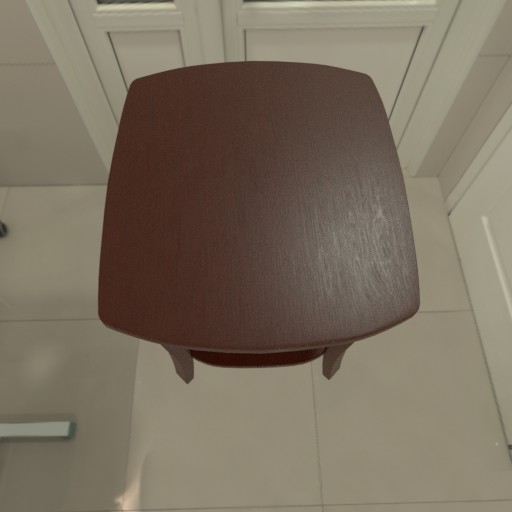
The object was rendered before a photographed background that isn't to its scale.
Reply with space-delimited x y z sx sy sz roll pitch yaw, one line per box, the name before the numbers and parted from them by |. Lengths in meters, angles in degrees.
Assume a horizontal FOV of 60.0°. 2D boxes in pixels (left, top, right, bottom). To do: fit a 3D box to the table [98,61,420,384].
table | 0.000 0.000 0.869 0.433 0.496 0.502 -1 63 -1
